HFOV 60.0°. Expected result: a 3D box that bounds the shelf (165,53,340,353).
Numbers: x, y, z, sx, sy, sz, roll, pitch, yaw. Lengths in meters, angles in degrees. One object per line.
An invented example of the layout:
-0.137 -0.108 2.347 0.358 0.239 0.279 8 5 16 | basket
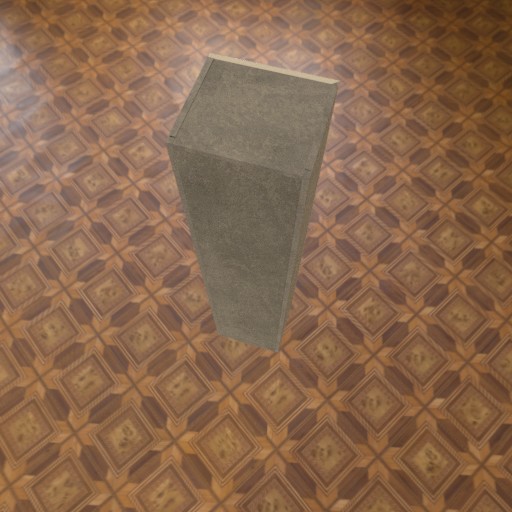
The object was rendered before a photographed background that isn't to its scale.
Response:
0.000 0.000 1.558 0.300 1.400 0.270 15 65 7 | shelf
